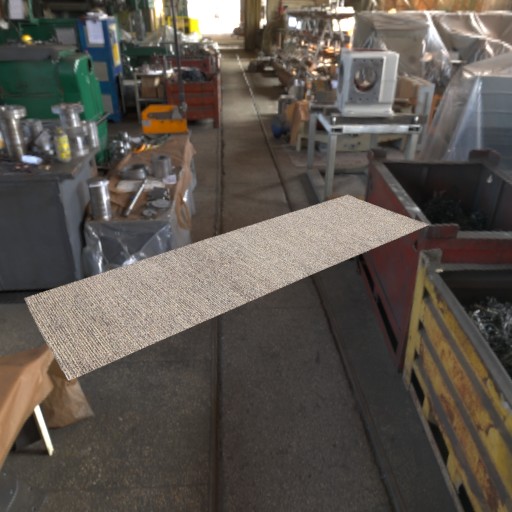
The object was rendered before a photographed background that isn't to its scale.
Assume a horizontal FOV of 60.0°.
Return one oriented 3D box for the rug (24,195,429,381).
[{"bbox_3d":[0.000,0.000,2.544,2.335,0.013,0.697,-20,35,-32],"label":"rug"}]
